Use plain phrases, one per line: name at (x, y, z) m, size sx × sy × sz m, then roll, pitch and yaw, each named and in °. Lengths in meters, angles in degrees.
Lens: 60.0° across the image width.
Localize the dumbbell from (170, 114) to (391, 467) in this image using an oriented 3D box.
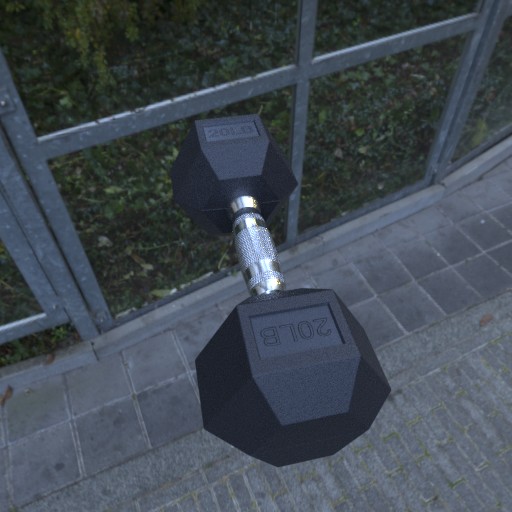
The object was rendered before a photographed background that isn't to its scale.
dumbbell at (0.000, 0.000, 0.321) m, size 0.106 × 0.092 × 0.272 m, roll -9°, pitch 47°, yaw -8°
